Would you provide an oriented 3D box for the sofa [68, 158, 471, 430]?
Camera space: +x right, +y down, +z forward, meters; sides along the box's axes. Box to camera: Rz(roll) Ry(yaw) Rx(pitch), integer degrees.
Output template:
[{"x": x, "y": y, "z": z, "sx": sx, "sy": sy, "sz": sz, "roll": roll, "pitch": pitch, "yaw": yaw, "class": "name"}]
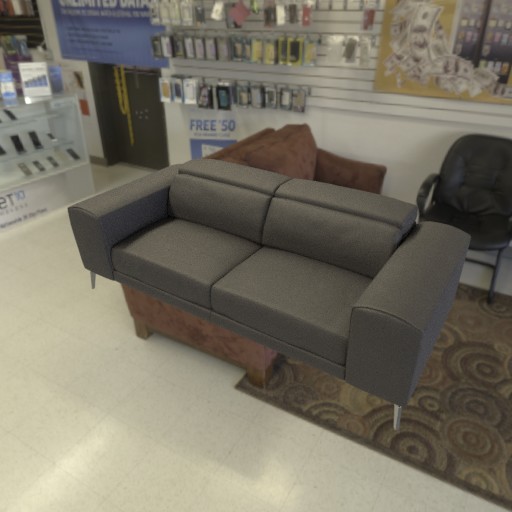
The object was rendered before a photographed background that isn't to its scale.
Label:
[{"x": 0.000, "y": 0.000, "z": 2.845, "sx": 2.330, "sy": 0.814, "sz": 1.048, "roll": 18, "pitch": 35, "yaw": 28, "class": "sofa"}]
